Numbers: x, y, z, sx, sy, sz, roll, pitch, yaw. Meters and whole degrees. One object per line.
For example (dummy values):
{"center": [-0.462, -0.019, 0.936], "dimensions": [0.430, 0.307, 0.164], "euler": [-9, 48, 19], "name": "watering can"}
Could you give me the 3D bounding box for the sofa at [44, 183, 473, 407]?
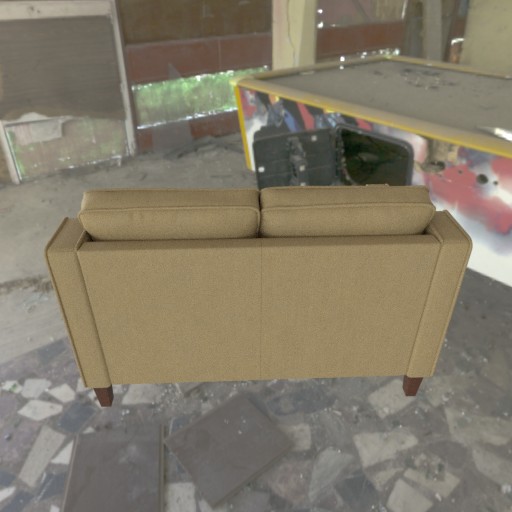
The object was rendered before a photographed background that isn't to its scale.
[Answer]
{"center": [0.000, 0.000, 2.126], "dimensions": [1.501, 0.971, 0.987], "euler": [-1, 32, -2], "name": "sofa"}
